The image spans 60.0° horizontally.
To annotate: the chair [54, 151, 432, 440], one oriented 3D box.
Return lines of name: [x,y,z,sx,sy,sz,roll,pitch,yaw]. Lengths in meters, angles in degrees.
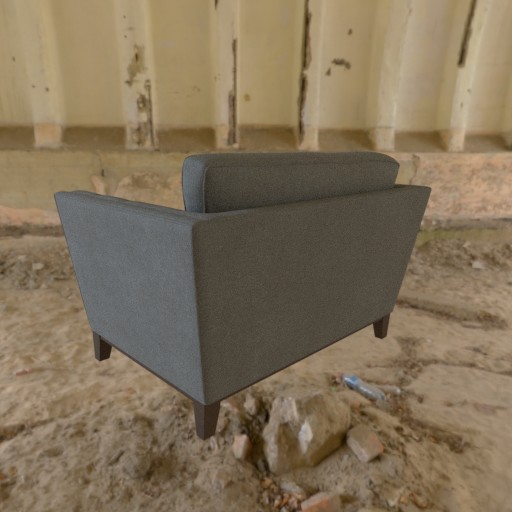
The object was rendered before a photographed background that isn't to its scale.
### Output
chair: [0.000,0.000,2.030,1.396,0.942,0.965,-14,20,-42]
